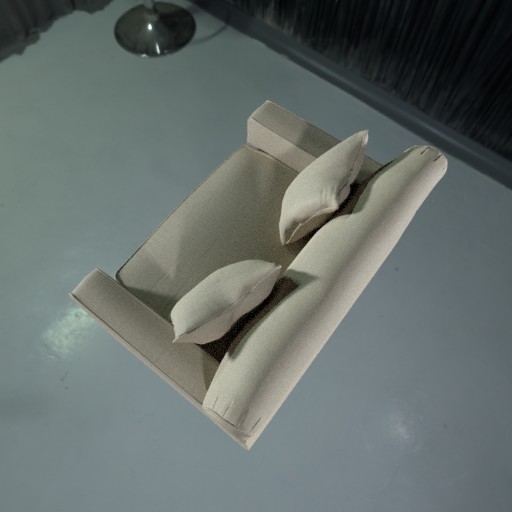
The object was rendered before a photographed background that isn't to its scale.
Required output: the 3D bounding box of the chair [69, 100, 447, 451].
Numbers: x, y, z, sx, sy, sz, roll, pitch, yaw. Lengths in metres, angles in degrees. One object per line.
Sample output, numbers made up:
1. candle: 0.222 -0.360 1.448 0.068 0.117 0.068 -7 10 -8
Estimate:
1. chair: 0.000 0.000 2.091 1.000 0.948 1.383 35 69 15
